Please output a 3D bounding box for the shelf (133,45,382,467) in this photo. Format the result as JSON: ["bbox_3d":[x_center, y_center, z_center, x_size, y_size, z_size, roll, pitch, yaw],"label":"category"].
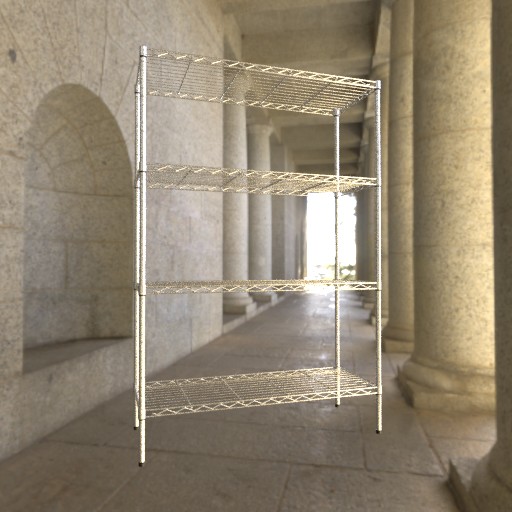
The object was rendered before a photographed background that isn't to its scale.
[{"bbox_3d":[0.000,0.000,1.730,0.907,1.360,0.352,0,-1,-18],"label":"shelf"}]
